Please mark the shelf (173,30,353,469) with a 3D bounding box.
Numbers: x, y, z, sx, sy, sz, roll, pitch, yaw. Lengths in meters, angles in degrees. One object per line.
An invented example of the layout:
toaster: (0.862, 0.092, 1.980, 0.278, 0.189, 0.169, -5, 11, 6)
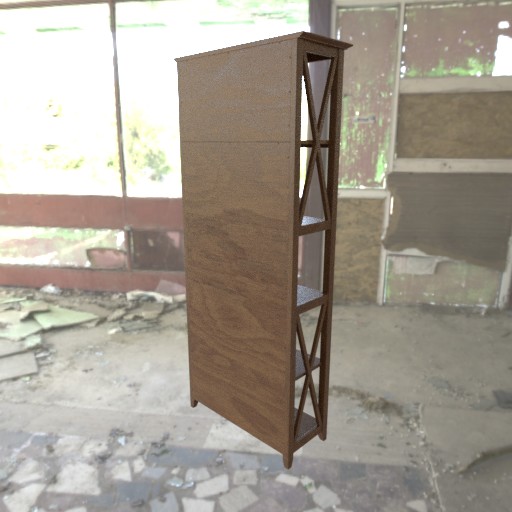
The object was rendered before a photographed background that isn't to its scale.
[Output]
shelf: (0.000, 0.000, 2.240, 0.805, 1.905, 0.335, 14, 20, 42)
